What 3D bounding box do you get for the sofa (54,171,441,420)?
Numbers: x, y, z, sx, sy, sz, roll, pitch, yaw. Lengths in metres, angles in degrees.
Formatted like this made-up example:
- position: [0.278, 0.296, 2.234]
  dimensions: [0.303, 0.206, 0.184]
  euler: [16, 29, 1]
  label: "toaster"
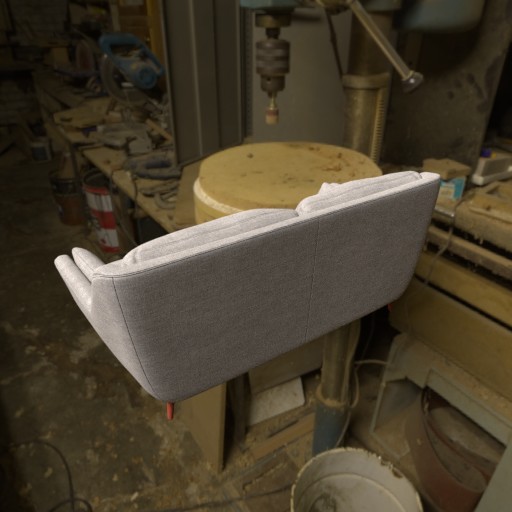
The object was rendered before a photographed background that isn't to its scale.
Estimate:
- position: [0.000, 0.000, 2.465]
  dimensions: [1.930, 0.897, 0.976]
  euler: [-18, 35, -28]
  label: "sofa"
